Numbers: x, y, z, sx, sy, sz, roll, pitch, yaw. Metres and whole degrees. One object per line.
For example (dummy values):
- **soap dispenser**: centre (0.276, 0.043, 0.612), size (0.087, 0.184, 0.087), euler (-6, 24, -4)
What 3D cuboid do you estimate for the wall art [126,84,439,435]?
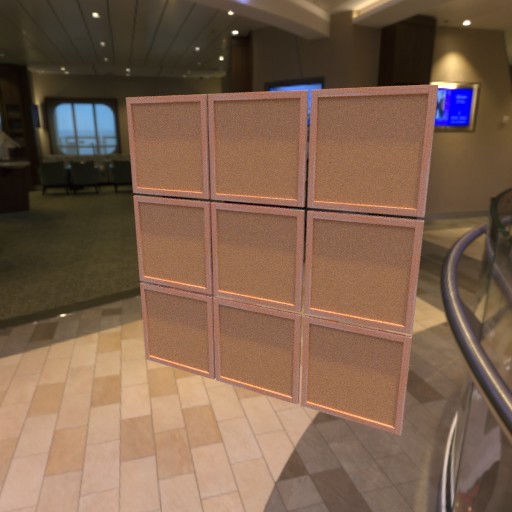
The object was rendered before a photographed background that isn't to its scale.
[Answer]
- **wall art**: centre (0.000, 0.000, 1.309), size (0.911, 0.910, 0.012), euler (8, 18, 27)
